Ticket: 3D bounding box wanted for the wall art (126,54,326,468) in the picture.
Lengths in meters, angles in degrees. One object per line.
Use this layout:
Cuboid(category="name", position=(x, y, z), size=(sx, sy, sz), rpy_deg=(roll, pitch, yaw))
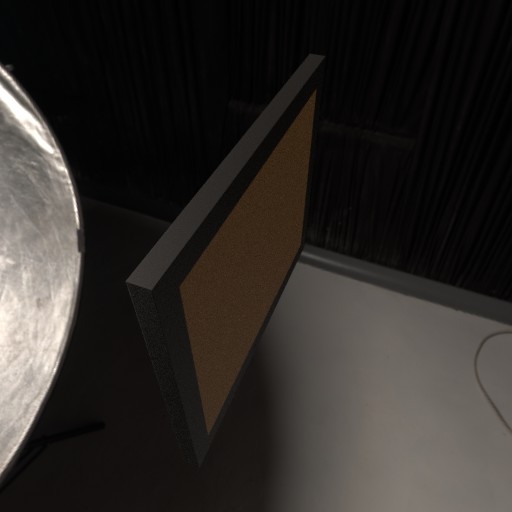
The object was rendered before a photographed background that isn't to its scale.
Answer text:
Cuboid(category="wall art", position=(0.000, 0.000, 0.747), size=(0.028, 0.460, 0.561), rpy_deg=(16, 48, 15))
